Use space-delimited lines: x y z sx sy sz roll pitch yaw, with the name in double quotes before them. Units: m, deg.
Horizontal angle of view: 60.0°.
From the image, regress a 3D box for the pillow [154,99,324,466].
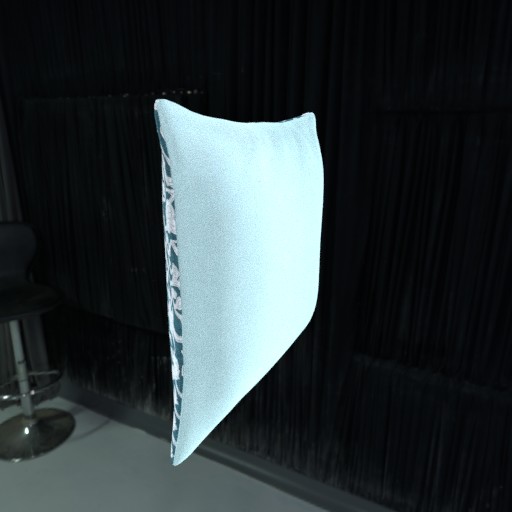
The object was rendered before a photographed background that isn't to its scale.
"pillow" 0.000 0.000 0.799 0.166 0.508 0.525 8 18 25
